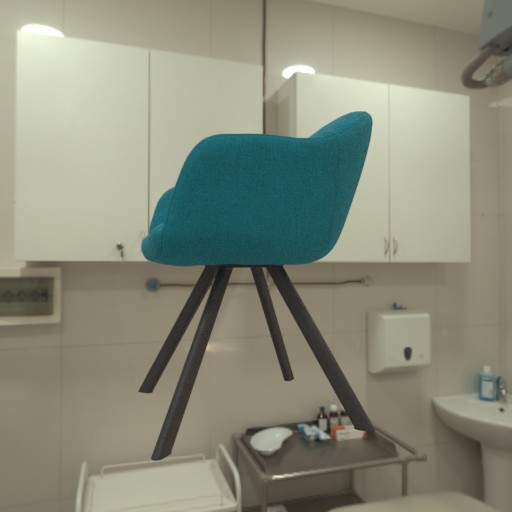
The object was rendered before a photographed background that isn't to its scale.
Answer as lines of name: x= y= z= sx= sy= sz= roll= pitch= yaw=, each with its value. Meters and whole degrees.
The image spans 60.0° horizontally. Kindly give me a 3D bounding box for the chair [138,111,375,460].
chair: x=0.000 y=0.000 z=1.150 sx=0.565 sy=0.775 sz=0.545 roll=0 pitch=-1 yaw=-18
